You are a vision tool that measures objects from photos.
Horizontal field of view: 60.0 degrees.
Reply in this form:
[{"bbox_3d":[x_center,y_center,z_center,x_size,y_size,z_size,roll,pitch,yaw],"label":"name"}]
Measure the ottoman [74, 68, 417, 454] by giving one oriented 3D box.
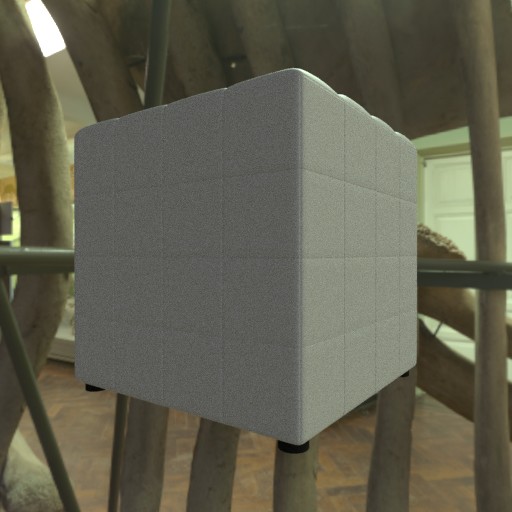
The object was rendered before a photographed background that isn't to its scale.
[{"bbox_3d":[0.000,0.000,0.763,0.425,0.432,0.425,0,0,36],"label":"ottoman"}]
